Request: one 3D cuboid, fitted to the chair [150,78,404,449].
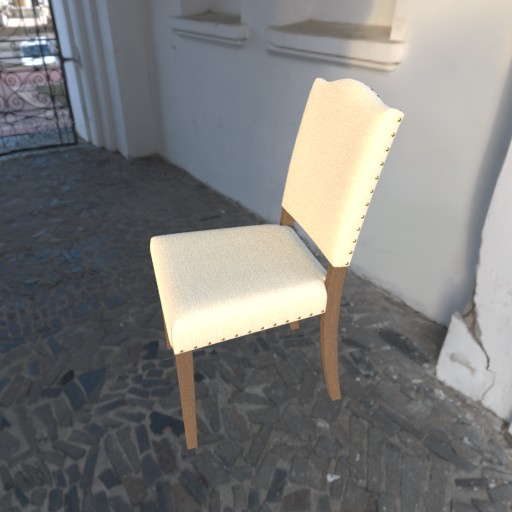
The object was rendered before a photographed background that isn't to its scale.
[{"bbox_3d":[0.000,0.000,1.391,0.619,1.015,0.508,-9,33,-15],"label":"chair"}]
